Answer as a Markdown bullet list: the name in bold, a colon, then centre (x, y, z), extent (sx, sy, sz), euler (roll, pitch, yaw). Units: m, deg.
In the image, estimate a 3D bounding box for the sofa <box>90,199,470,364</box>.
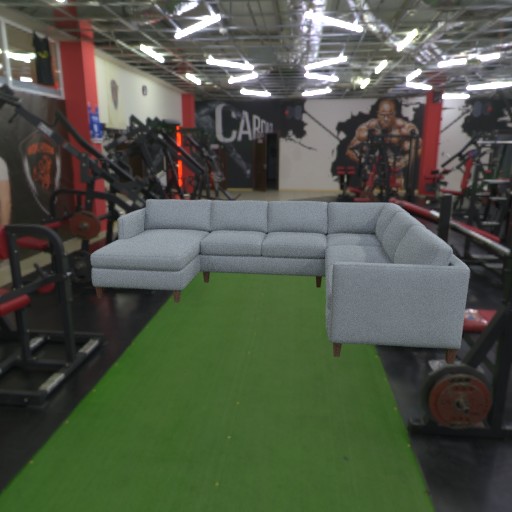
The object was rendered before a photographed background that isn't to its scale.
- **sofa**: centre (0.000, 0.000, 4.378), extent (3.238, 0.853, 2.551), euler (2, 14, 8)
